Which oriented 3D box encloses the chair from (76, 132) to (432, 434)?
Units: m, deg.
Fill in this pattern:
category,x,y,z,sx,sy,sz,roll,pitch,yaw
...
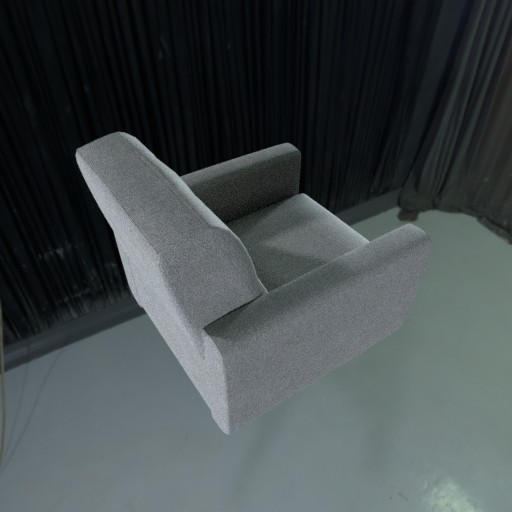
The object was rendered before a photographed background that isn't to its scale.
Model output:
category,x,y,z,sx,sy,sz,roll,pitch,yaw
chair,0.000,0.000,1.660,0.942,0.968,0.845,-25,48,-25
